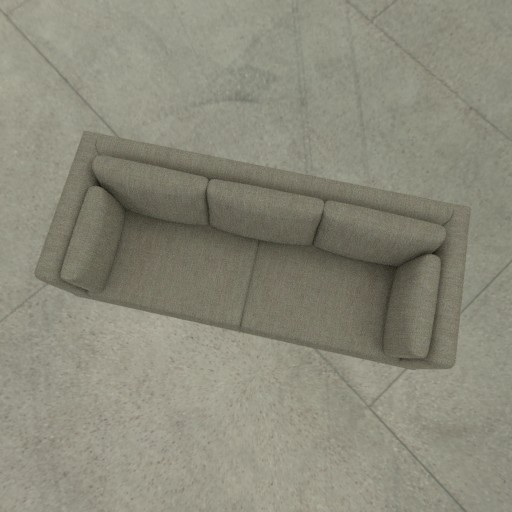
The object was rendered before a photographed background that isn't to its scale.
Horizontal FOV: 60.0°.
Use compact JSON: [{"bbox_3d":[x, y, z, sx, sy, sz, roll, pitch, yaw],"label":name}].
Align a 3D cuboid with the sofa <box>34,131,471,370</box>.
[{"bbox_3d":[0.000,0.000,2.881,2.415,0.867,0.969,12,76,3],"label":"sofa"}]
